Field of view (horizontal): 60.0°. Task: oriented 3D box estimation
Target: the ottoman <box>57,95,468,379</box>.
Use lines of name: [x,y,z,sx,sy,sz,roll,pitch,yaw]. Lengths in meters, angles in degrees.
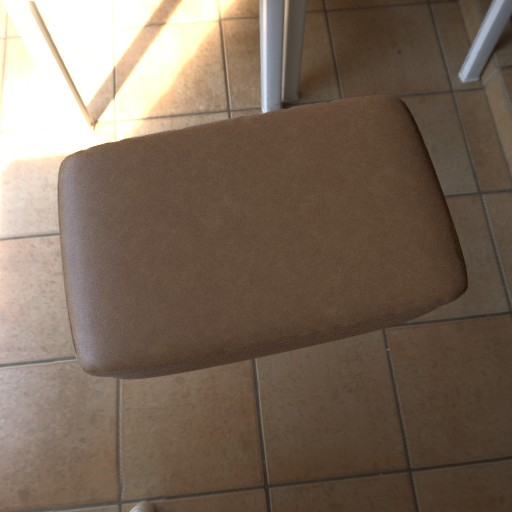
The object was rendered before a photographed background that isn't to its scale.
ottoman: [0.000,0.000,0.956,0.670,0.480,0.420,-11,74,-3]
